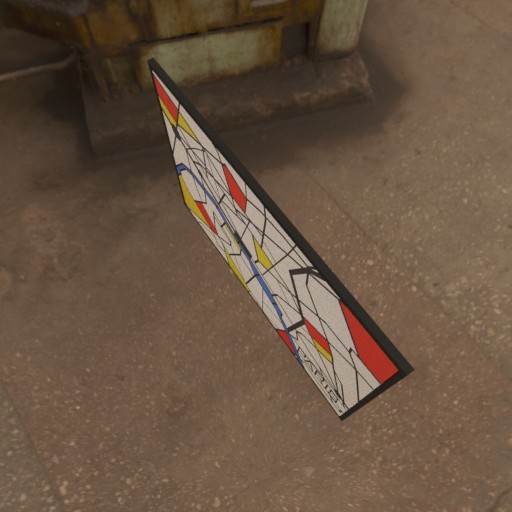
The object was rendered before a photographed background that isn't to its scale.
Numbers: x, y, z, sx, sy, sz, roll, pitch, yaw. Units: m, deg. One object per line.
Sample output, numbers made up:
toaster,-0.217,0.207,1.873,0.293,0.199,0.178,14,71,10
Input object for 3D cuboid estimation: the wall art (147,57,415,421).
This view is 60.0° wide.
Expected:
wall art,0.000,0.000,0.864,0.013,0.458,0.664,-31,67,-15
